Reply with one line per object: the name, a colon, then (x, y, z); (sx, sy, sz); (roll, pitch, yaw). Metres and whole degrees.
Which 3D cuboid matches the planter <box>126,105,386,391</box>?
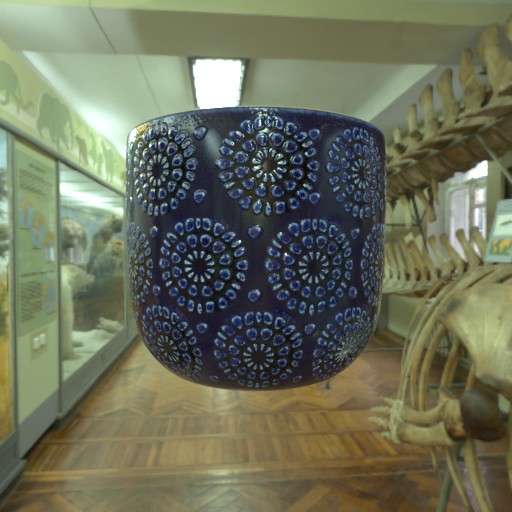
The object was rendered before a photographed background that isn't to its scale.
planter: (0.000, 0.000, 0.294); (0.165, 0.149, 0.165); (0, 1, 0)
